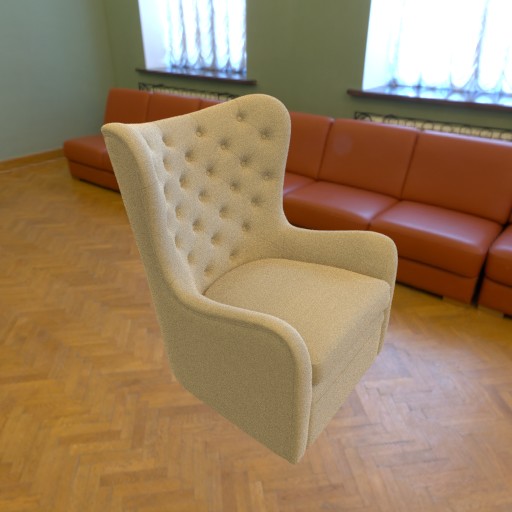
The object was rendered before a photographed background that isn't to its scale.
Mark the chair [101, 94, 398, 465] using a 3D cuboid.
[{"bbox_3d":[0.000,0.000,1.745,0.929,1.079,0.831,19,34,31],"label":"chair"}]
